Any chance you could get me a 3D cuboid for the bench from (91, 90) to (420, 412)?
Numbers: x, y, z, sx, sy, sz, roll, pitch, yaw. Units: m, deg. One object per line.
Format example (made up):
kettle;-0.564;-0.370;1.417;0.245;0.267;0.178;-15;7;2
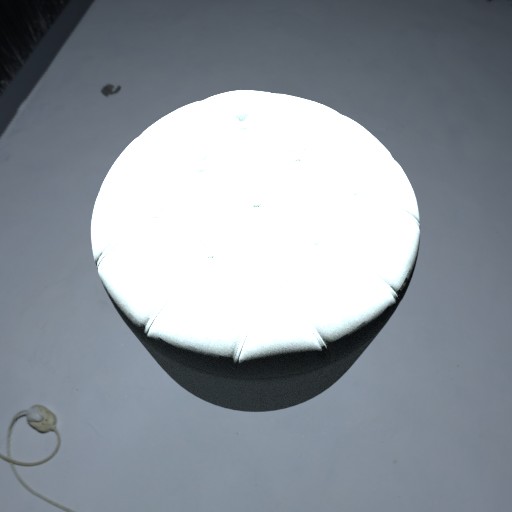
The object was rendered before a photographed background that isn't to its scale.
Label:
bench;0.000;0.000;0.971;0.600;0.453;0.600;0;63;0
